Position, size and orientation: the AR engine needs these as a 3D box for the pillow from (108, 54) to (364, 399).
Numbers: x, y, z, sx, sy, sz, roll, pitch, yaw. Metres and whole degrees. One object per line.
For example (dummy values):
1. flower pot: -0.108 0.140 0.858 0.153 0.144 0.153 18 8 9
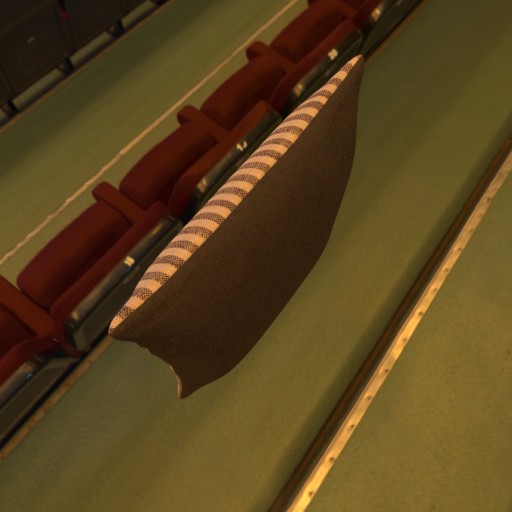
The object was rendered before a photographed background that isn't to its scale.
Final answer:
1. pillow: 0.000 0.000 0.776 0.166 0.506 0.523 33 68 15
